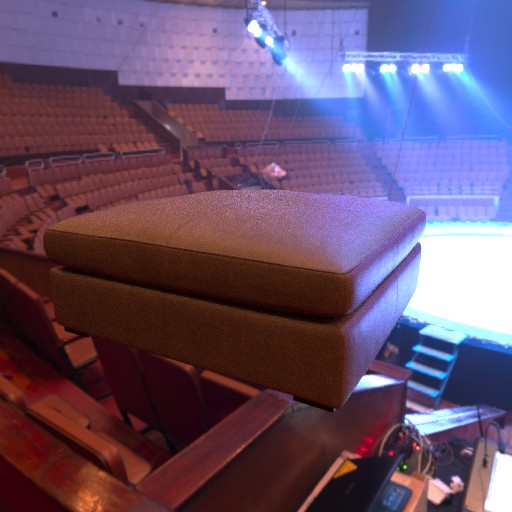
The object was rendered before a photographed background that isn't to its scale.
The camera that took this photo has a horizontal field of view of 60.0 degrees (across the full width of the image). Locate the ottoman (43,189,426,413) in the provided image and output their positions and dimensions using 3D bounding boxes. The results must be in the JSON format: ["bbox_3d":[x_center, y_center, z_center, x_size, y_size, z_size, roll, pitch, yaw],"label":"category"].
[{"bbox_3d":[0.000,0.000,1.830,1.168,0.490,1.168,8,17,28],"label":"ottoman"}]
